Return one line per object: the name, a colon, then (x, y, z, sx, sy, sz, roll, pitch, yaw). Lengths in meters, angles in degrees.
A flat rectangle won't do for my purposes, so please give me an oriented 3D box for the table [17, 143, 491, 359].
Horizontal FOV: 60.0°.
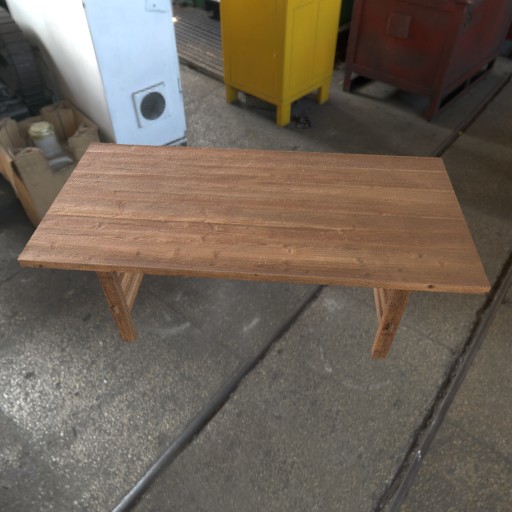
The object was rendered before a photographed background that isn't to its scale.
table: (0.000, 0.000, 2.468, 2.003, 0.760, 0.952, 3, 46, 3)
